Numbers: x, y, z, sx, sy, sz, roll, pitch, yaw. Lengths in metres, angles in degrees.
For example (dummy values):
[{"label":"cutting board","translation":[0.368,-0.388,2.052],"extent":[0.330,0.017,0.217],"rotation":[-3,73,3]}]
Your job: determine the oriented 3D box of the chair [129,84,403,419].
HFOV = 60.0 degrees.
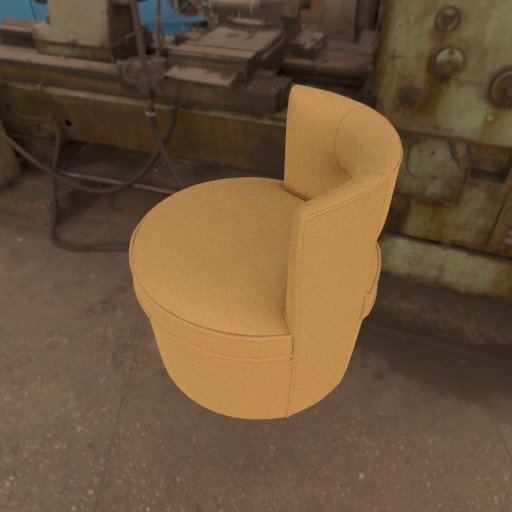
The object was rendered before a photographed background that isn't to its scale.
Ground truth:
[{"label":"chair","translation":[0.000,0.000,1.208],"extent":[0.665,0.723,0.650],"rotation":[2,41,2]}]
